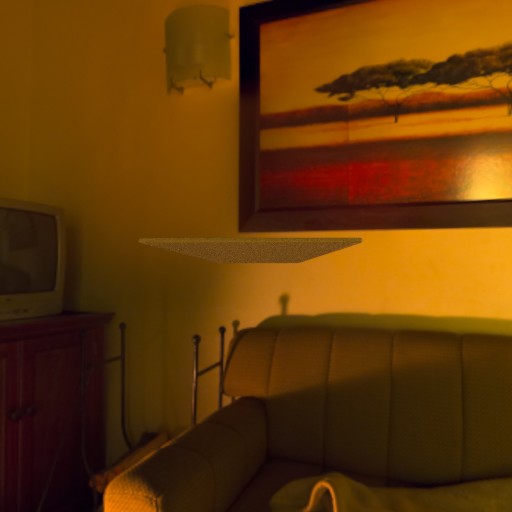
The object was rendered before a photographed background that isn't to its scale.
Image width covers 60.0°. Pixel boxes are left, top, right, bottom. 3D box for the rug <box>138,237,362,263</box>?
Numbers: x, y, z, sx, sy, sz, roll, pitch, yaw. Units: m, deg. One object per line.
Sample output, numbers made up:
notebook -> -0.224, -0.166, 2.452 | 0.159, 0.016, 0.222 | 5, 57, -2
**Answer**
rug -> 0.000, 0.000, 2.436 | 0.659, 0.019, 2.297 | 0, -2, 1
